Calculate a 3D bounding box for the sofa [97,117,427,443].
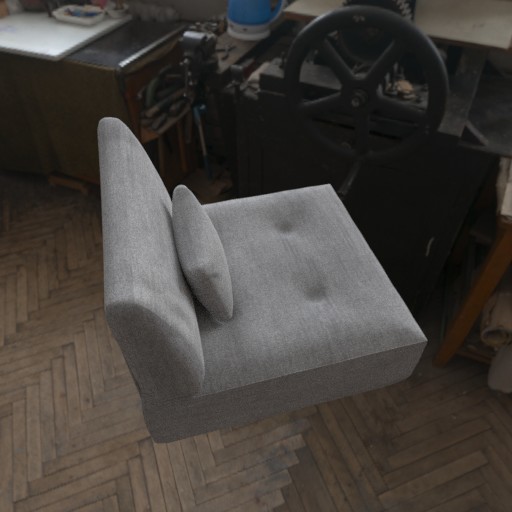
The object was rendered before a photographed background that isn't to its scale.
[{"bbox_3d":[0.000,0.000,1.693,1.000,0.820,0.930,-11,48,-10],"label":"sofa"}]
